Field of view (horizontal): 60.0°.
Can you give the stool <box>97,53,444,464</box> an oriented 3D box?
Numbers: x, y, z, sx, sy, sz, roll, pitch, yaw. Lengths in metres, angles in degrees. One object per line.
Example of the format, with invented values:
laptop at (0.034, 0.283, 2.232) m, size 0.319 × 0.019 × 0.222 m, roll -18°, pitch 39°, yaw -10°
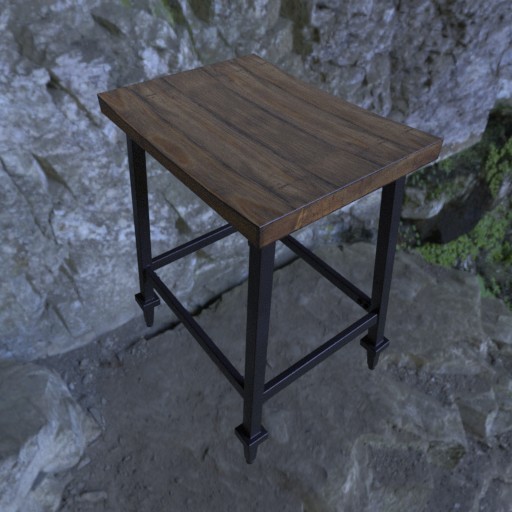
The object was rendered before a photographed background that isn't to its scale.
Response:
stool at (0.000, 0.000, 0.930) m, size 0.405 × 0.625 × 0.486 m, roll -27°, pitch 49°, yaw -26°
